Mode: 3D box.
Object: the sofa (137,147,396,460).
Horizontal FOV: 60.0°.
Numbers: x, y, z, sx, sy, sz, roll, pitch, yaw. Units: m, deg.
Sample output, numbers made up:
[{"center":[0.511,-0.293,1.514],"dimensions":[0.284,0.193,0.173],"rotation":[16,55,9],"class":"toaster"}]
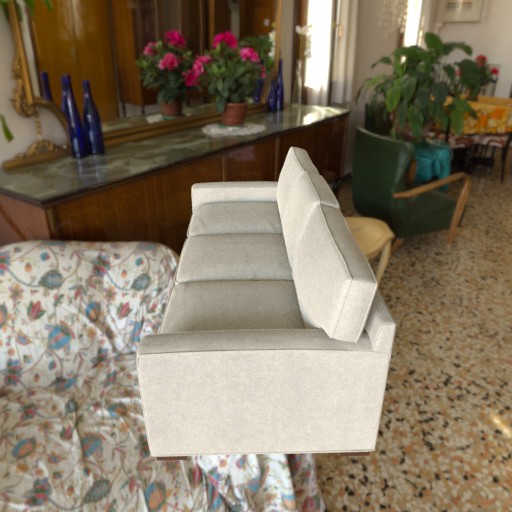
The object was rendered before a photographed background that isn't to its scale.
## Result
[{"center":[0.000,0.000,2.571],"dimensions":[0.936,0.862,2.093],"rotation":[-1,26,-1],"class":"sofa"}]
